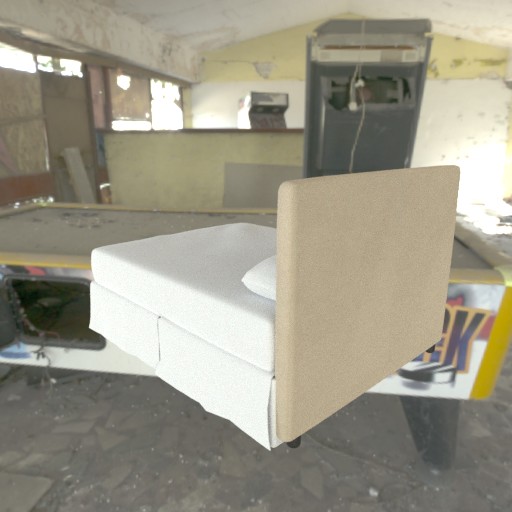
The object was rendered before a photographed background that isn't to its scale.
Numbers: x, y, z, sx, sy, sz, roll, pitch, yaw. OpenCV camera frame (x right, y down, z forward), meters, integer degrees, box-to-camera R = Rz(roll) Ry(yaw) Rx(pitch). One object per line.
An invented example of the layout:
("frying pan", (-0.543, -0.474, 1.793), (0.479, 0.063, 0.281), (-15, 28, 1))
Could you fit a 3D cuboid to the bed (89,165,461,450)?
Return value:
("bed", (0.000, 0.000, 3.219), (1.723, 1.330, 2.142), (-14, 20, -42))
